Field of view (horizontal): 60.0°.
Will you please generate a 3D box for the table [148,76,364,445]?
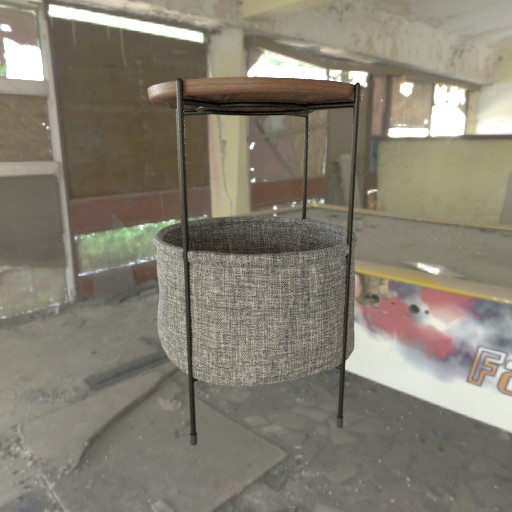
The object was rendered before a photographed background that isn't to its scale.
[{"bbox_3d":[0.000,0.000,0.889,0.400,0.623,0.400,-3,14,-10],"label":"table"}]
